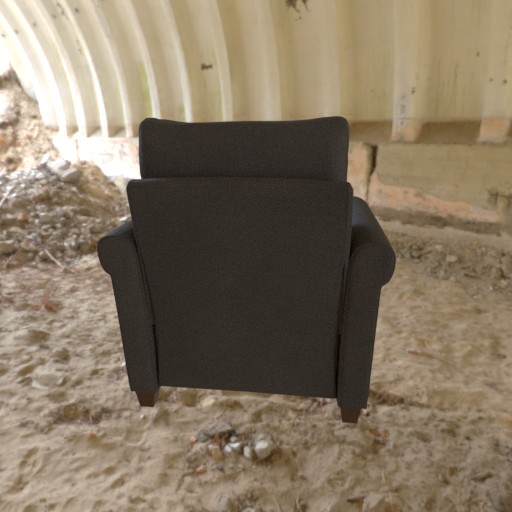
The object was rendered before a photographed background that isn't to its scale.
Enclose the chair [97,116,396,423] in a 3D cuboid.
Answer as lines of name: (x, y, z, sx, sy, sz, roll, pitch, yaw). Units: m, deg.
chair: (0.000, 0.000, 1.604, 0.867, 0.942, 0.828, 2, 15, 7)
